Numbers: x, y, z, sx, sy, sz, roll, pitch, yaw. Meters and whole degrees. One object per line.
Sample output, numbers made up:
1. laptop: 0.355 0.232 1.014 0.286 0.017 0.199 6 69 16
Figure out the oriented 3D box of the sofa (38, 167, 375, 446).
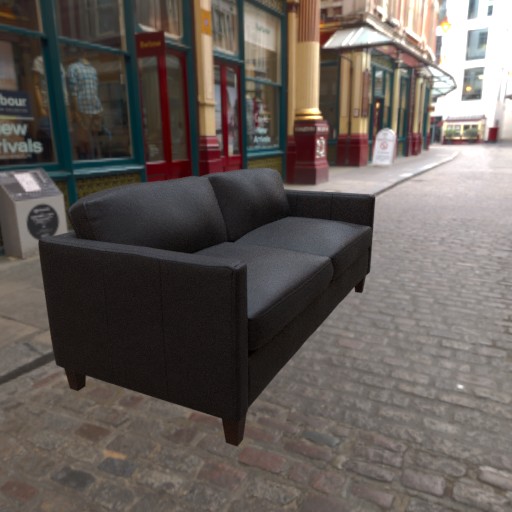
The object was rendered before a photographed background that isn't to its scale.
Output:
1. sofa: 0.000 0.000 2.416 0.933 0.863 1.971 7 17 26
